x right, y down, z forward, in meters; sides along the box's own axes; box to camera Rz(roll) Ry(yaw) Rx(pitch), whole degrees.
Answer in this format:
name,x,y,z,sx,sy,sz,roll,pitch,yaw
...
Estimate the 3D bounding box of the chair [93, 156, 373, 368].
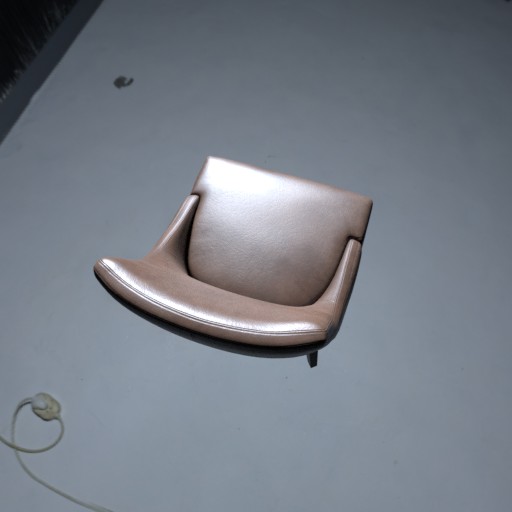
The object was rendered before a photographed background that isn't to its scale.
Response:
name,x,y,z,sx,sy,sz,roll,pitch,yaw
chair,0.000,0.000,1.505,0.701,0.909,0.861,17,64,8
